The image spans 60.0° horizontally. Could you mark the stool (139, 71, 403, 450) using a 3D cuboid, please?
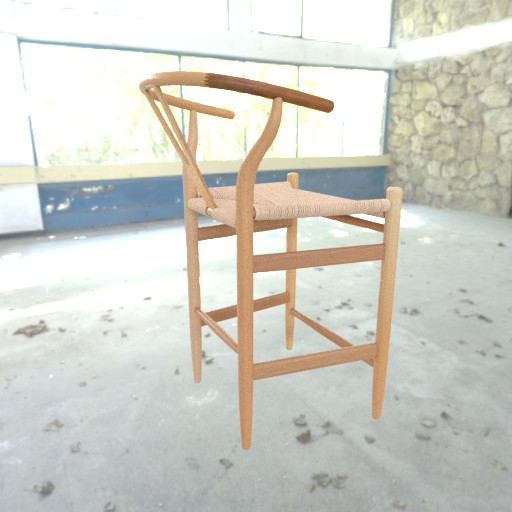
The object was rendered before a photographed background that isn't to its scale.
[{"bbox_3d":[0.000,0.000,1.252,0.575,0.923,0.536,-8,17,-26],"label":"stool"}]
